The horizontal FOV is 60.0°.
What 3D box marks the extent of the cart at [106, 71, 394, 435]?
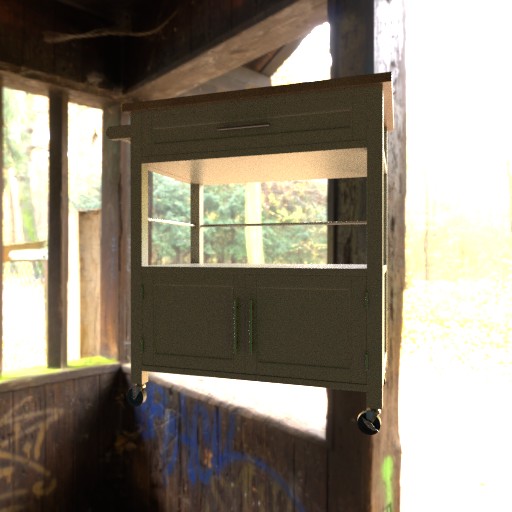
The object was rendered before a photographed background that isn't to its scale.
[{"bbox_3d":[0.000,0.000,1.423,0.840,0.901,0.459,0,0,18],"label":"cart"}]
